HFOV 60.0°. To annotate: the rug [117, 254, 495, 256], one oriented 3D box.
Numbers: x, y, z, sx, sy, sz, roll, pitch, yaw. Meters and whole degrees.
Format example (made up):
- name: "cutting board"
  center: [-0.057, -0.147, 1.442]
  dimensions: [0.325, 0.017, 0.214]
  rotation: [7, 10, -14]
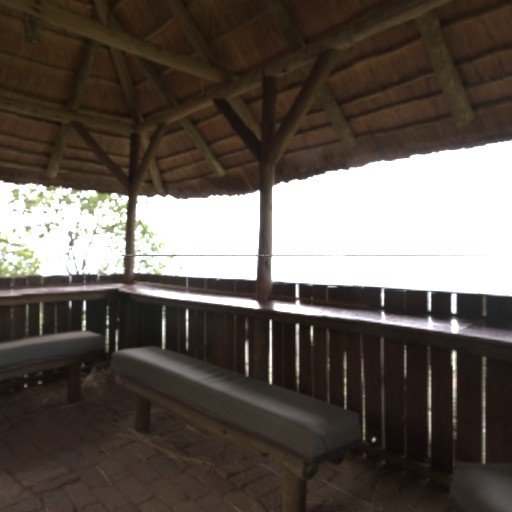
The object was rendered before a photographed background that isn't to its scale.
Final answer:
- name: "rug"
  center: [0.000, 0.000, 4.098]
  dimensions: [2.442, 0.008, 3.046]
  rotation: [0, 0, -18]
